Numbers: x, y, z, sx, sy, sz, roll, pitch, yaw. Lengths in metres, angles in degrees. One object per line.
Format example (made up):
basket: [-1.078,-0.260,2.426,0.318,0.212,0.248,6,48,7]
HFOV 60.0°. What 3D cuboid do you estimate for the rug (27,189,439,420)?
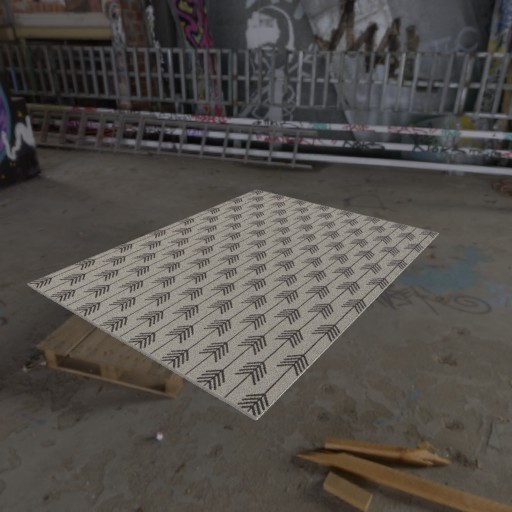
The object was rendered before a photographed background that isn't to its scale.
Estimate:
rug: [0.000,0.000,4.029,2.330,0.010,3.061,19,32,33]
